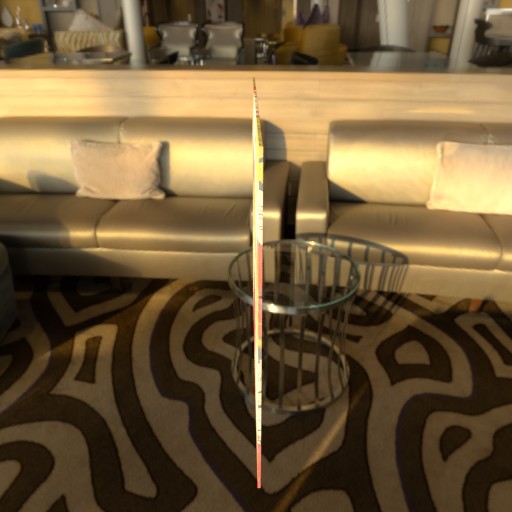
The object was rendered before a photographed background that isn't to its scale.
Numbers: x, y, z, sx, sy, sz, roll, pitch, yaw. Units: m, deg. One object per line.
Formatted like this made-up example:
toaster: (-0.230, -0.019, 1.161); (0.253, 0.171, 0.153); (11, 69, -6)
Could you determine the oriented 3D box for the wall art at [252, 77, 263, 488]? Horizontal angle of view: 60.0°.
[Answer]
wall art: (0.000, 0.000, 2.280); (0.013, 1.534, 1.519); (-1, 29, -1)
